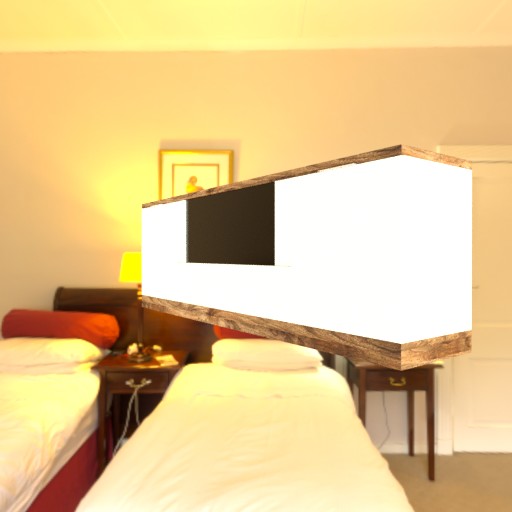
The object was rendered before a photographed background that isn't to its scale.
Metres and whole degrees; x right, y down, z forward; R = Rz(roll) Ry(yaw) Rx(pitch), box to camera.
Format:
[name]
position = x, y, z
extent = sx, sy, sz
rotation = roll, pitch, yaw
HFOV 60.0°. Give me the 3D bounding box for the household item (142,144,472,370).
[household item]
position = 0.000, 0.000, 2.031
extent = 0.390, 0.615, 1.800
rotation = 0, 0, -37
